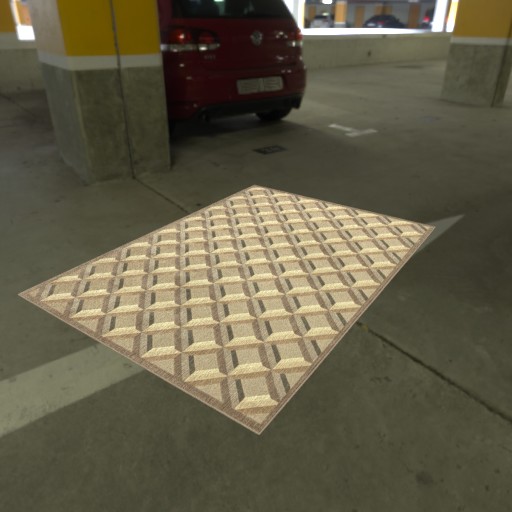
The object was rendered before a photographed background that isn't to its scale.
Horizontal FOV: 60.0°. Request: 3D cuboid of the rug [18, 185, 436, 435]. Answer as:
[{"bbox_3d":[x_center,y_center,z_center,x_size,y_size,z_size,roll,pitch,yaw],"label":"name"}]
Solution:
[{"bbox_3d":[0.000,0.000,4.149,2.382,0.018,3.294,18,33,31],"label":"rug"}]
